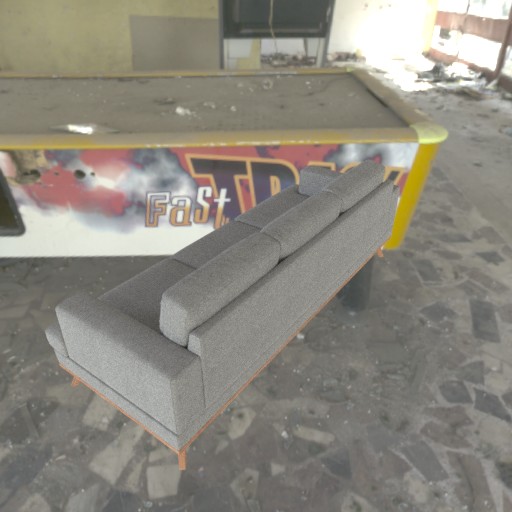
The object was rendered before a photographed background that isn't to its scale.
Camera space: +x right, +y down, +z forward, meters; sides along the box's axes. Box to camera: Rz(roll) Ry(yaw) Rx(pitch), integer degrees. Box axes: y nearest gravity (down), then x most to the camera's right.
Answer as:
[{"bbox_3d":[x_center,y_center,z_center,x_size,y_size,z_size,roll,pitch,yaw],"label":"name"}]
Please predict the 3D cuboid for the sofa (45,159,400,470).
[{"bbox_3d":[0.000,0.000,2.729,0.920,0.810,2.310,21,37,30],"label":"sofa"}]
